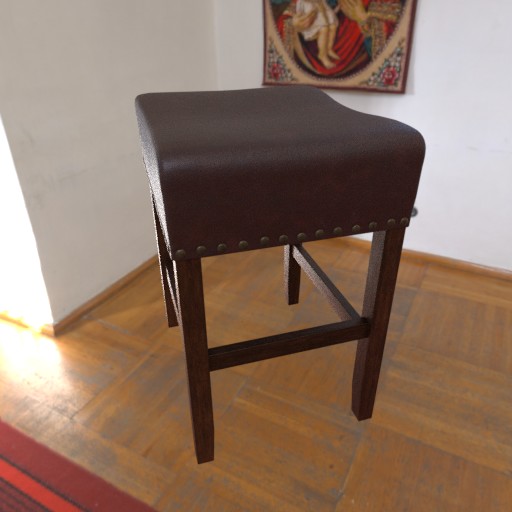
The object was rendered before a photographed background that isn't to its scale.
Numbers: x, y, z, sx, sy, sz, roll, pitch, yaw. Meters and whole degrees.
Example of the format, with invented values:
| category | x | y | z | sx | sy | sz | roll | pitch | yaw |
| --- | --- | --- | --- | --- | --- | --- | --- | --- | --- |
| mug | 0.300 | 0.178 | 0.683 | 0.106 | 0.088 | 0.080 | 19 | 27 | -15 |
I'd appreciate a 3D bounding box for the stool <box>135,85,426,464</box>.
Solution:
| category | x | y | z | sx | sy | sz | roll | pitch | yaw |
| --- | --- | --- | --- | --- | --- | --- | --- | --- | --- |
| stool | 0.000 | 0.000 | 0.933 | 0.397 | 0.608 | 0.465 | -9 | 31 | -15 |
